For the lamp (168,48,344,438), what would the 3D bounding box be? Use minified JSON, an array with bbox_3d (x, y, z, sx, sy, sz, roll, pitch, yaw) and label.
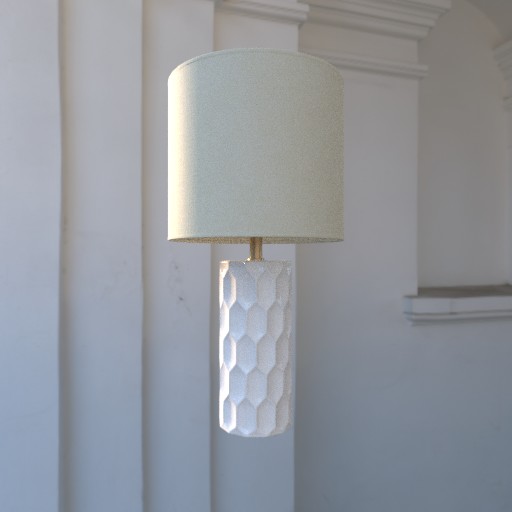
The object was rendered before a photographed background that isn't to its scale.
[{"bbox_3d":[0.000,0.000,0.709,0.277,0.537,0.277,0,0,-1],"label":"lamp"}]
